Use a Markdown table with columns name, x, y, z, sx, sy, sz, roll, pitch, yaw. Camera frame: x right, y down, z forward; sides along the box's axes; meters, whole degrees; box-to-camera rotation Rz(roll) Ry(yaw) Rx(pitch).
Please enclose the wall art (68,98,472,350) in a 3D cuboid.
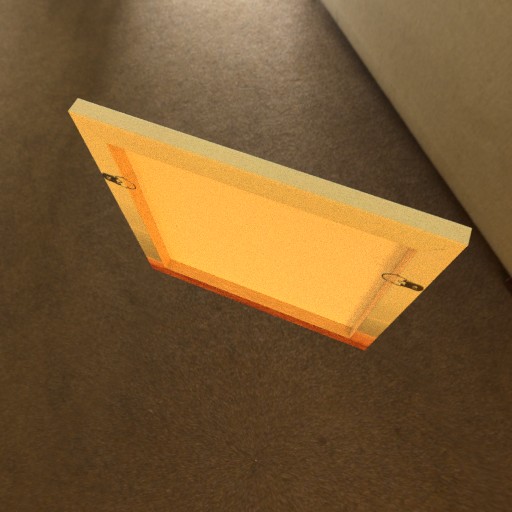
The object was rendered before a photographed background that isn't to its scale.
| name | x | y | z | sx | sy | sz | roll | pitch | yaw |
| --- | --- | --- | --- | --- | --- | --- | --- | --- | --- |
| wall art | 0.000 | 0.000 | 0.903 | 0.605 | 0.605 | 0.034 | 20 | 67 | 9 |
